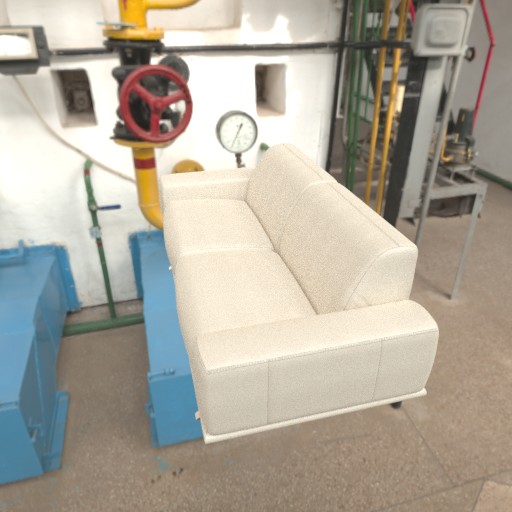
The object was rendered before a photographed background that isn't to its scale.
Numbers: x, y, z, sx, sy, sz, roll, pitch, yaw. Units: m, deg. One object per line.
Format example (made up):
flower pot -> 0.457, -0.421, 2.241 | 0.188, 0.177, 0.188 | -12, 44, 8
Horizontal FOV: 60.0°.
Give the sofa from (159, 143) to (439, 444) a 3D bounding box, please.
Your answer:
sofa -> 0.000, 0.000, 2.335 | 0.900, 0.772, 1.901 | -7, 30, -13
